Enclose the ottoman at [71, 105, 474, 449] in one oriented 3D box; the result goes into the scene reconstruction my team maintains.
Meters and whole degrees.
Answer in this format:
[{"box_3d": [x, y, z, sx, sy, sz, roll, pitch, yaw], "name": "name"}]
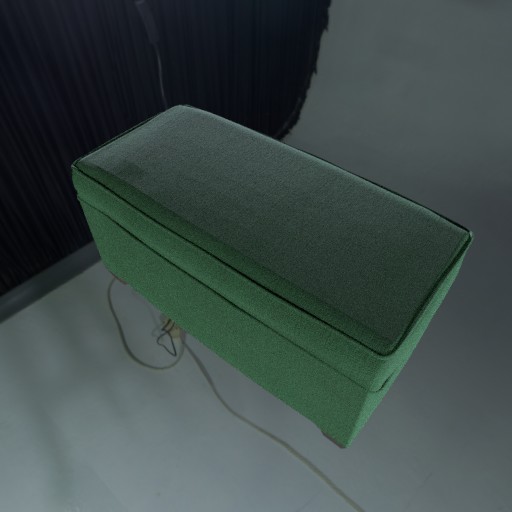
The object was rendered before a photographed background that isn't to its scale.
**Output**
[{"box_3d": [0.000, 0.000, 1.232, 0.957, 0.471, 0.483, 31, 54, 25], "name": "ottoman"}]
